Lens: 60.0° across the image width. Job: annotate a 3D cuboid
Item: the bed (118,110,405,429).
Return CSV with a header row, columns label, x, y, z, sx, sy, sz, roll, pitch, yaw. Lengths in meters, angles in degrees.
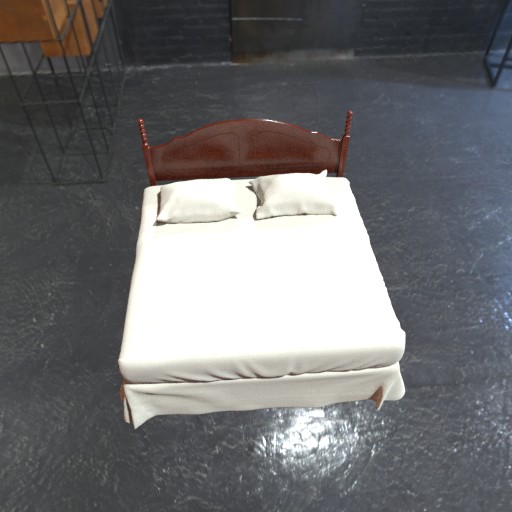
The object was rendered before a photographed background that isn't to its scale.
label,x,y,z,sx,sy,sz,roll,pitch,yaw
bed,0.000,0.000,3.675,2.322,1.355,2.219,-3,47,-3
